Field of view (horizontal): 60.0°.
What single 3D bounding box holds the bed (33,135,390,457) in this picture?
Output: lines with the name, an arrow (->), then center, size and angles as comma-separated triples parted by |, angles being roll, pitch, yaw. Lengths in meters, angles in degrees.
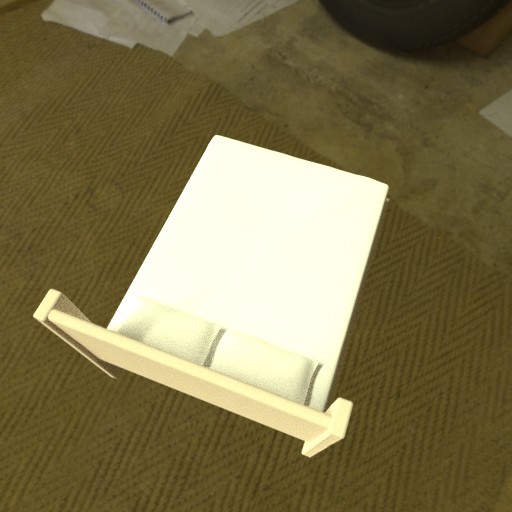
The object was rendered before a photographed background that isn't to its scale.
bed -> 0.000, 0.000, 3.433 | 1.778, 1.471, 2.293 | 18, 64, 9
